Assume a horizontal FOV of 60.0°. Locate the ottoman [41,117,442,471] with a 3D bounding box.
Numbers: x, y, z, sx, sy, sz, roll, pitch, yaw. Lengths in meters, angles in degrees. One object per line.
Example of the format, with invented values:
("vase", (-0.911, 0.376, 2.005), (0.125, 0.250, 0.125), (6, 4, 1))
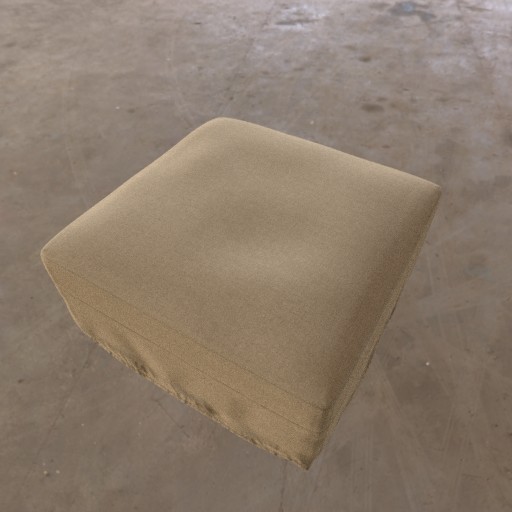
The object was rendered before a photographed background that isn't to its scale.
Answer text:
("ottoman", (0.000, 0.000, 1.341), (0.840, 0.436, 0.843), (24, 51, 21))
